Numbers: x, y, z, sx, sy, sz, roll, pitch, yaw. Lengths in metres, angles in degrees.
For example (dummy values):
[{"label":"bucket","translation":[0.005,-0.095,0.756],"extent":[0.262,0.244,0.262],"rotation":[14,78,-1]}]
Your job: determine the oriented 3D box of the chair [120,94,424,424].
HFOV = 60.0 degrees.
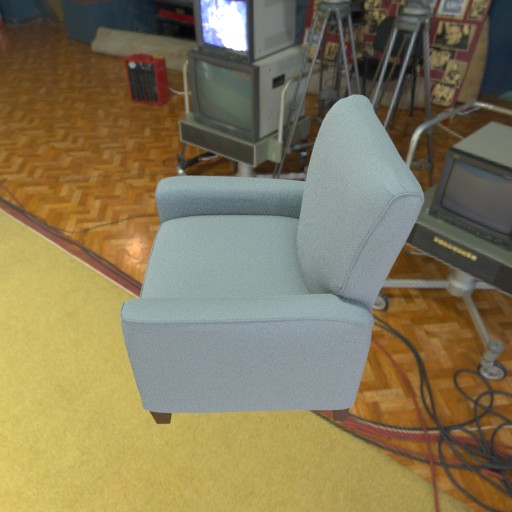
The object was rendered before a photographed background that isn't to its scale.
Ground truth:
[{"label":"chair","translation":[0.000,0.000,1.643],"extent":[0.846,1.007,0.853],"rotation":[-1,40,-1]}]
